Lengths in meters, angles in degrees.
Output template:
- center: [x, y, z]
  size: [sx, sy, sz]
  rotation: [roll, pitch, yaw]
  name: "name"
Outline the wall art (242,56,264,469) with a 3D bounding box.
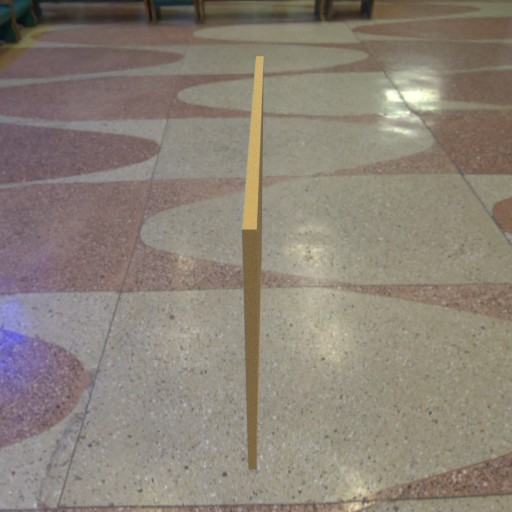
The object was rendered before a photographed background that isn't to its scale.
- center: [0.000, 0.000, 0.690]
  size: [0.013, 0.455, 0.457]
  rotation: [1, 41, 1]
  name: "wall art"
